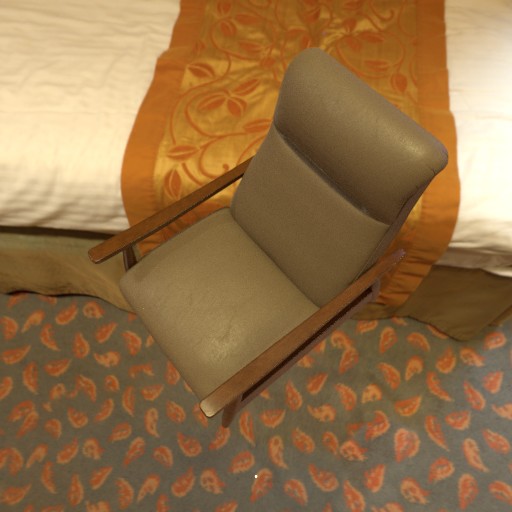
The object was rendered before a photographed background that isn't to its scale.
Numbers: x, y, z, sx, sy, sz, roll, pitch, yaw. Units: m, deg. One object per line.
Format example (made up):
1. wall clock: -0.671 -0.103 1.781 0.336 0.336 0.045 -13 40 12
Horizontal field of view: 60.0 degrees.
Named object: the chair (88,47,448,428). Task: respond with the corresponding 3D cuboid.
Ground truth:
1. chair: 0.000 0.000 1.735 1.014 1.082 0.762 -36 69 -16
